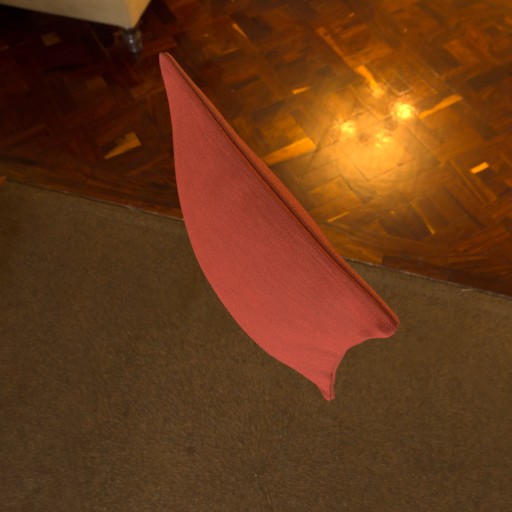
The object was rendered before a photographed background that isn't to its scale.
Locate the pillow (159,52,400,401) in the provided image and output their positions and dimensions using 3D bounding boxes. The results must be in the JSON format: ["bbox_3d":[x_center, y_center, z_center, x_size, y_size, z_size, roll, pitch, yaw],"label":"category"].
[{"bbox_3d":[0.000,0.000,0.652,0.151,0.416,0.435,-31,68,-14],"label":"pillow"}]
